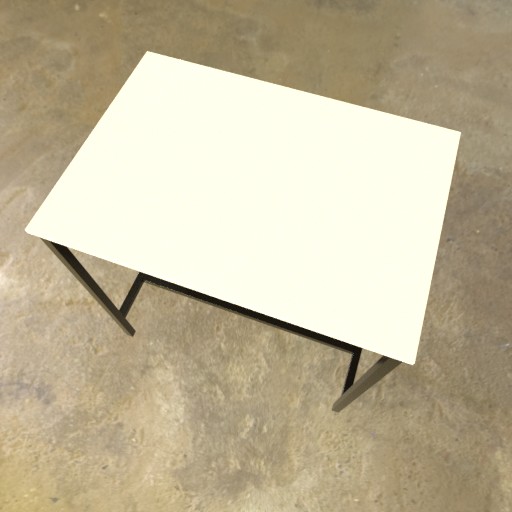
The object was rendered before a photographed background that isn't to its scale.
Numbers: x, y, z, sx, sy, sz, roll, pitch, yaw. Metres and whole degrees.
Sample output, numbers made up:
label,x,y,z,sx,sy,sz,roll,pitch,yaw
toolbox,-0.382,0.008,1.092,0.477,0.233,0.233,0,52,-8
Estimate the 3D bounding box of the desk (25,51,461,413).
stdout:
label,x,y,z,sx,sy,sz,roll,pitch,yaw
desk,0.000,0.000,1.318,0.811,0.766,0.573,18,65,9
